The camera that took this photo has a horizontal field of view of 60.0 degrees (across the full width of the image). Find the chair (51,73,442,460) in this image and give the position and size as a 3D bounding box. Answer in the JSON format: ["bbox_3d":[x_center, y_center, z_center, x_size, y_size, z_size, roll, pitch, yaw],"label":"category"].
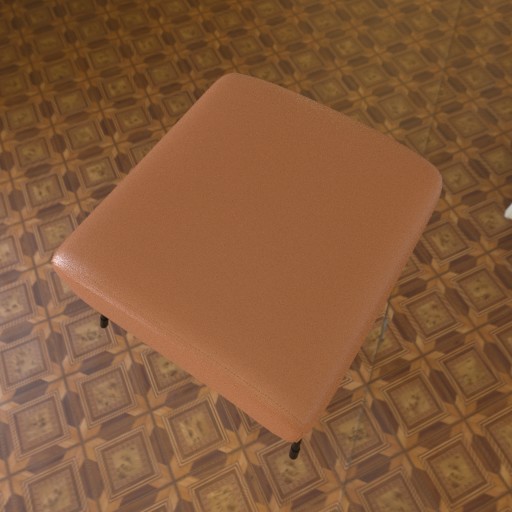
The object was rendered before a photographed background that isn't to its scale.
[{"bbox_3d":[0.000,0.000,0.882,0.530,0.410,0.530,30,67,14],"label":"chair"}]
